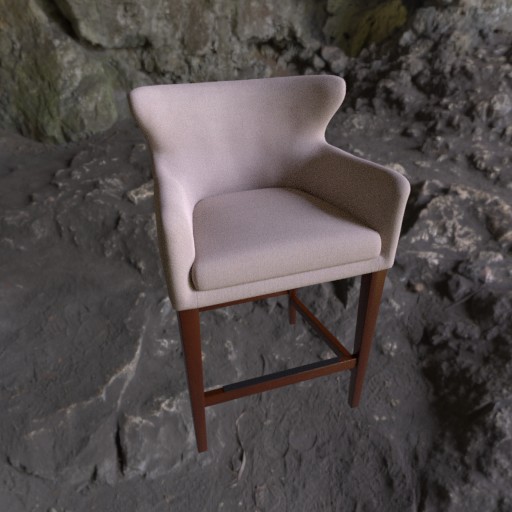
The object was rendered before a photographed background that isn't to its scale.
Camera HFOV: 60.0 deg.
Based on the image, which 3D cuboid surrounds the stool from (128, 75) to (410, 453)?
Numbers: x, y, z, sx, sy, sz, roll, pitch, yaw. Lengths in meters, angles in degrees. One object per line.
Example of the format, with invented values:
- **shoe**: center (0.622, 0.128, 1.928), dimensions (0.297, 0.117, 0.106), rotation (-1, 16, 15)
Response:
- **stool**: center (0.000, 0.000, 1.335), dimensions (0.601, 0.951, 0.570), rotation (-10, 33, -16)
